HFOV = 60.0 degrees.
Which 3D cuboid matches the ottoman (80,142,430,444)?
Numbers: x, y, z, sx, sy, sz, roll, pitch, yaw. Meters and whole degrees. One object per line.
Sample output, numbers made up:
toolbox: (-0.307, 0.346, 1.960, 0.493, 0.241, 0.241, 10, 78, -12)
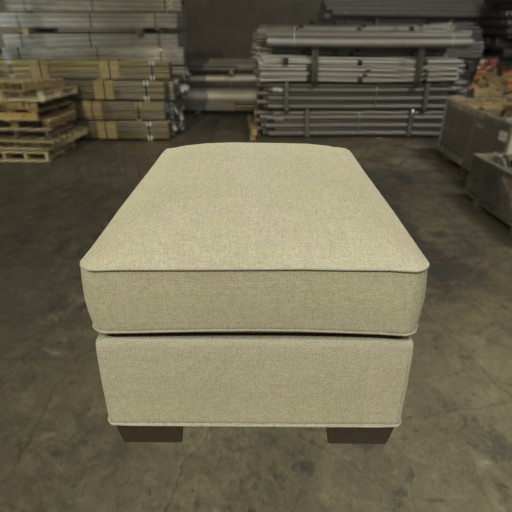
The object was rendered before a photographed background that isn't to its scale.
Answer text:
ottoman: (0.000, 0.000, 1.206, 0.619, 0.504, 0.843, 0, 28, 0)
